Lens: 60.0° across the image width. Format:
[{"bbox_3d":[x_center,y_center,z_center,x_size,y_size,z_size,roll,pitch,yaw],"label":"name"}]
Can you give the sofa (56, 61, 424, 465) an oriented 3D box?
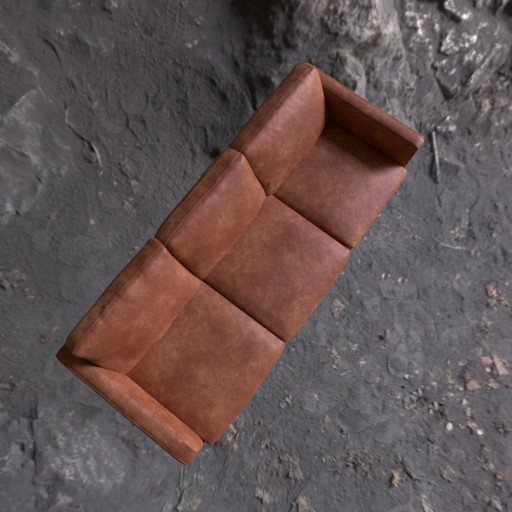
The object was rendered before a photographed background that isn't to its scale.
[{"bbox_3d":[0.000,0.000,2.975,1.045,1.006,2.464,36,79,8],"label":"sofa"}]
